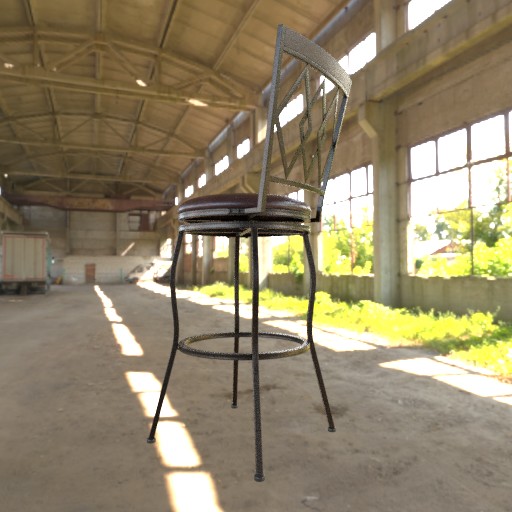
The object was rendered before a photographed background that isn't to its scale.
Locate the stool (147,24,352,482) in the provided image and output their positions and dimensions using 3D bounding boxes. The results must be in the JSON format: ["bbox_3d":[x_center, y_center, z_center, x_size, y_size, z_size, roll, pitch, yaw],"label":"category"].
[{"bbox_3d":[0.000,0.000,1.381,0.521,1.134,0.432,-1,-2,36],"label":"stool"}]
